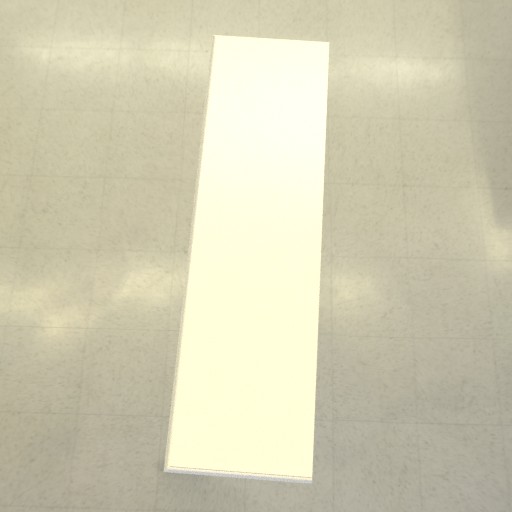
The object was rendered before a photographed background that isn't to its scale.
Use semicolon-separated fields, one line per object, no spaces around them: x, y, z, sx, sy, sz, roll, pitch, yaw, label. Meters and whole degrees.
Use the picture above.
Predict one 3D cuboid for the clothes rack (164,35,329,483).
0.000;0.000;1.342;0.324;0.531;1.120;4;76;1;clothes rack
